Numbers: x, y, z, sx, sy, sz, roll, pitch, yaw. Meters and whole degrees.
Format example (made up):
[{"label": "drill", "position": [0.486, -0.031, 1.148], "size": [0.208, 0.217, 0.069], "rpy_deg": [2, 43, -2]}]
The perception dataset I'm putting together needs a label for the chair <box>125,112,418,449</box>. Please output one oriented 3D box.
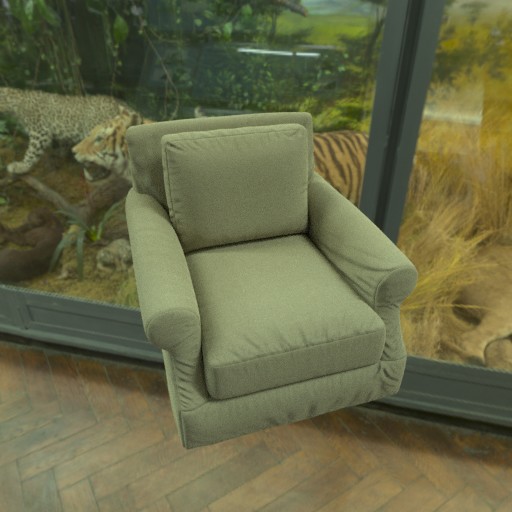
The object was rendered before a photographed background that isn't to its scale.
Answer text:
[{"label": "chair", "position": [0.000, 0.000, 1.760], "size": [0.940, 0.866, 1.066], "rpy_deg": [-9, 34, -14]}]
